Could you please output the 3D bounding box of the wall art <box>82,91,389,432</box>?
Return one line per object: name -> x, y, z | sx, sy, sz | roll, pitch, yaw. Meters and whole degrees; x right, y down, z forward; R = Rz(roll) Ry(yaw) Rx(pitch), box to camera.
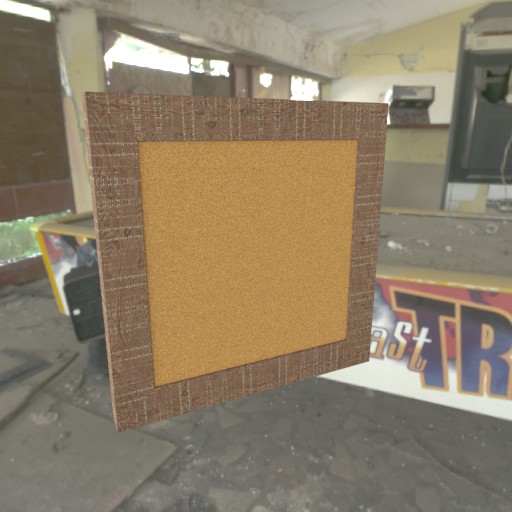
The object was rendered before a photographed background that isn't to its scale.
wall art -> 0.000, 0.000, 0.794 | 0.531, 0.531, 0.040 | -8, 17, -26
